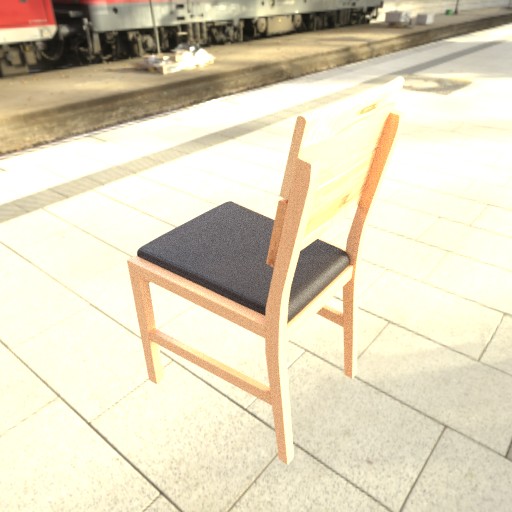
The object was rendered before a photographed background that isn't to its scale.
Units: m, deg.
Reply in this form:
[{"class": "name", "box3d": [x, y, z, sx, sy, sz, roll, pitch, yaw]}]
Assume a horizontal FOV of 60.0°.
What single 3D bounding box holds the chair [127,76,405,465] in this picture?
[{"class": "chair", "box3d": [0.000, 0.000, 1.253, 0.560, 0.950, 0.475, 22, 38, 31]}]
